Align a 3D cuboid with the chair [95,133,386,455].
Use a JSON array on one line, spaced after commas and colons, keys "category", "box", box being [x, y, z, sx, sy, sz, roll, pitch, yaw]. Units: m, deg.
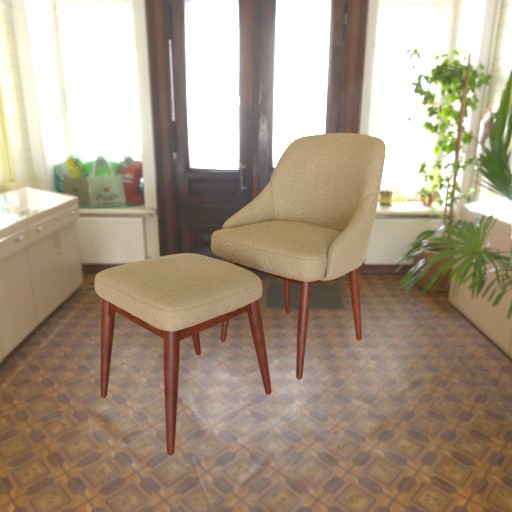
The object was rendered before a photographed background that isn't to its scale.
[{"category": "chair", "box": [0.000, 0.000, 1.646, 0.584, 0.866, 1.114, 16, 23, 42]}]
